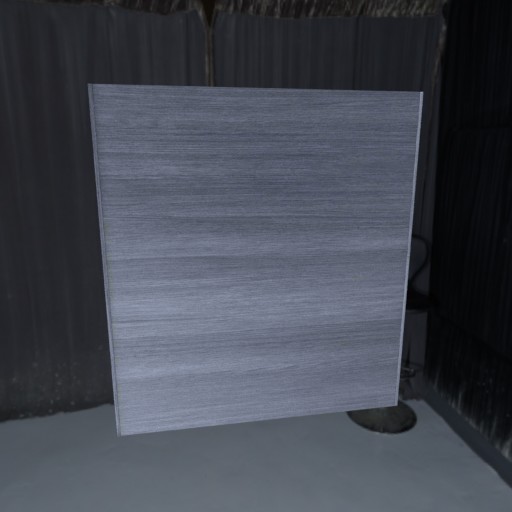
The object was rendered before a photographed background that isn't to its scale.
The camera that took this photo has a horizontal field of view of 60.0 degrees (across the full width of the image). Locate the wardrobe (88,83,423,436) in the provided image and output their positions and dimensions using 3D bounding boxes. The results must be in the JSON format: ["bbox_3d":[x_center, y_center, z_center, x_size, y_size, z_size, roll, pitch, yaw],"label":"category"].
[{"bbox_3d":[0.000,0.000,2.839,1.780,1.960,0.629,-2,14,-10],"label":"wardrobe"}]
